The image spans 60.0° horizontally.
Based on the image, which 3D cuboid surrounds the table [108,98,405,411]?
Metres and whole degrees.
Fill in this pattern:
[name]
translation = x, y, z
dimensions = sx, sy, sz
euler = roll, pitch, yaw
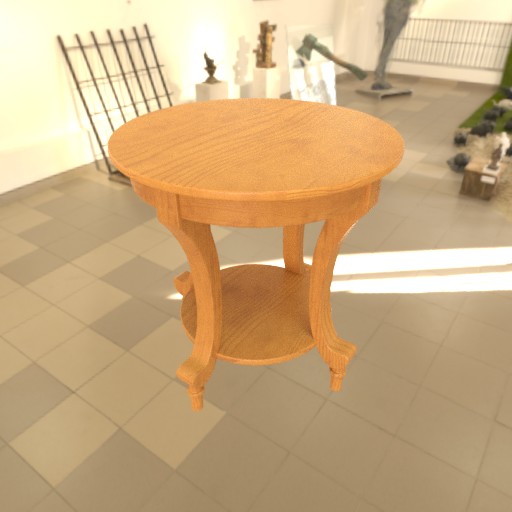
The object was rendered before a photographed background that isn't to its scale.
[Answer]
[table]
translation = 0.000, 0.000, 1.087
dimensions = 0.597, 0.612, 0.597
euler = 0, 33, 0
